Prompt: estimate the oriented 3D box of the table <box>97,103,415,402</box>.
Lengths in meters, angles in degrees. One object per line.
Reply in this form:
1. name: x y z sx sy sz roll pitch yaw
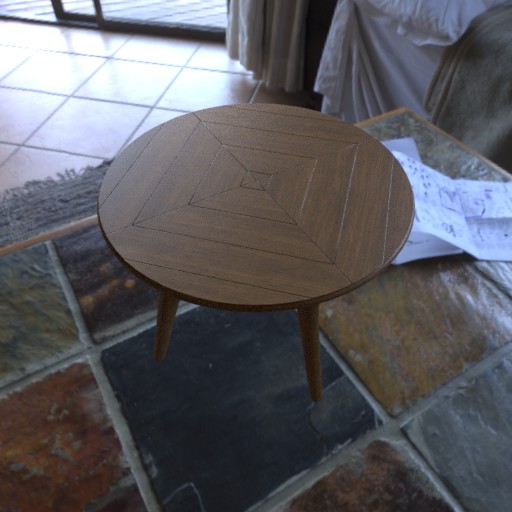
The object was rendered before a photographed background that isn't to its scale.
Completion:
1. table: 0.000 0.000 1.780 1.055 0.757 1.055 0 47 0
